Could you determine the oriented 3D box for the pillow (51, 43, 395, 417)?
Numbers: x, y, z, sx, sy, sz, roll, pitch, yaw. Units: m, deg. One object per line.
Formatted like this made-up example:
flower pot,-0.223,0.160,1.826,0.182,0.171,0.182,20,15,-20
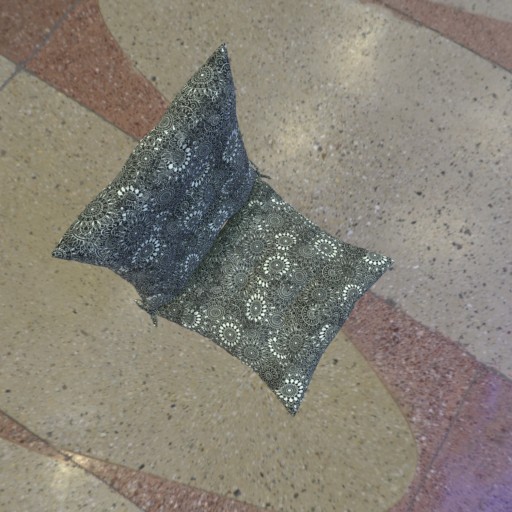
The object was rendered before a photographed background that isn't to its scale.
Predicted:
pillow,0.000,0.000,1.009,0.585,0.536,0.541,34,78,8
